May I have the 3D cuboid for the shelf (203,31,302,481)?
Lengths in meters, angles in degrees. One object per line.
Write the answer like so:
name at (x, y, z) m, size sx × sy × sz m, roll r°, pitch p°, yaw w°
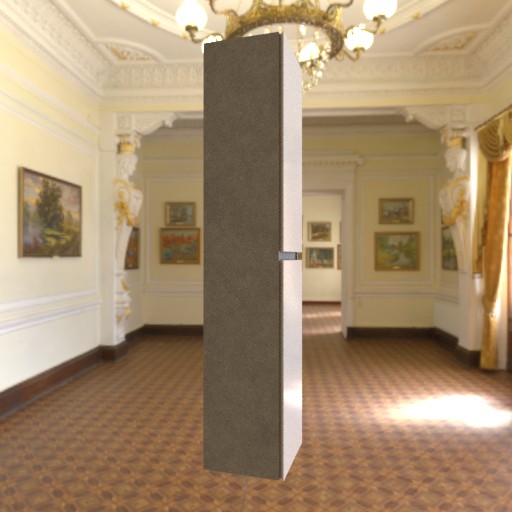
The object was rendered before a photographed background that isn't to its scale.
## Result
shelf at (0.000, 0.000, 1.561) m, size 0.270 × 1.400 × 0.300 m, roll 0°, pitch 0°, yaw 17°
